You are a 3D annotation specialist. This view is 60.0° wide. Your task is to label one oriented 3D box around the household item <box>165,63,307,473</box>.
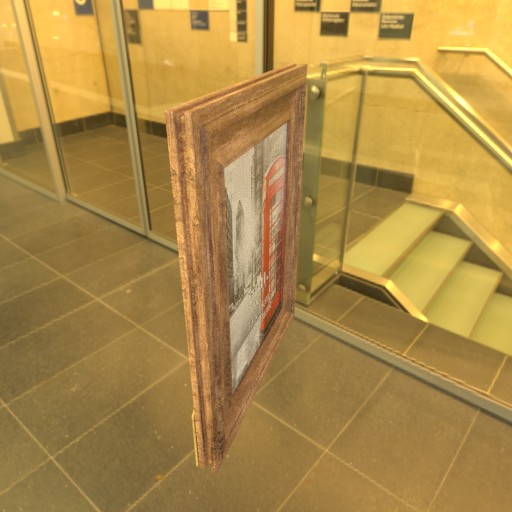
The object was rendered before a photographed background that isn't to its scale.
[{"bbox_3d":[0.000,0.000,0.319,0.018,0.237,0.186,10,31,18],"label":"household item"}]
